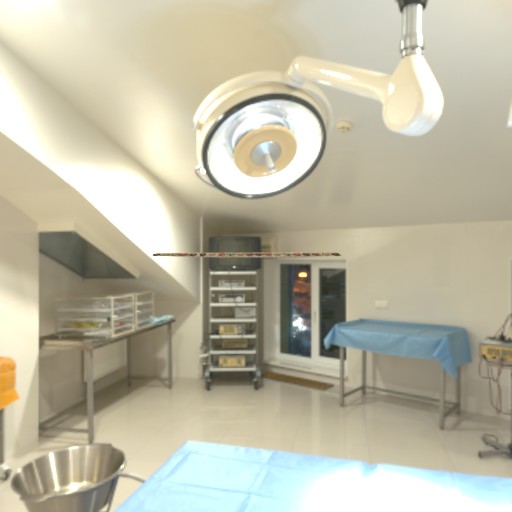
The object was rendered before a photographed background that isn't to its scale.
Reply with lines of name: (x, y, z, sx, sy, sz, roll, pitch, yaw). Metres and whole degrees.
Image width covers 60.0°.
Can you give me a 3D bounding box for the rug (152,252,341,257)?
rug: (0.000, 0.000, 2.808, 1.324, 0.018, 2.378, 0, 0, 18)
